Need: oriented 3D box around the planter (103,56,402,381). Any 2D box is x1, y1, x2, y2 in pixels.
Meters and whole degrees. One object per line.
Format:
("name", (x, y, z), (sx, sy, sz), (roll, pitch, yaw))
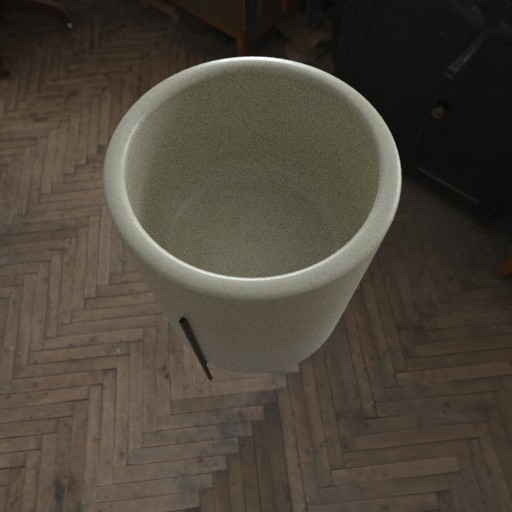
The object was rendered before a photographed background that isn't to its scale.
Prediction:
("planter", (0.000, 0.000, 0.697), (0.333, 0.483, 0.324), (0, 64, 0))
